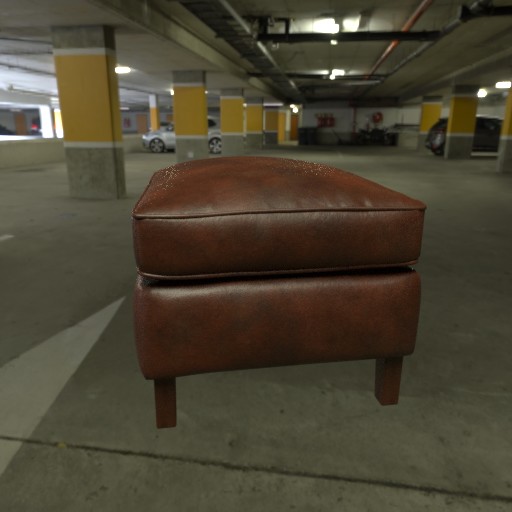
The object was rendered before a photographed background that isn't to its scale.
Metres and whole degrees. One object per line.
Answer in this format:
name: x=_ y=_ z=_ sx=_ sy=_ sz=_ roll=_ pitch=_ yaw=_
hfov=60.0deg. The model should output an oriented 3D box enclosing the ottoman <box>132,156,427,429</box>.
ottoman: x=0.000 y=0.000 z=1.004 sx=0.501 sy=0.432 sz=0.665 roll=-3 pitch=16 yaw=-9
